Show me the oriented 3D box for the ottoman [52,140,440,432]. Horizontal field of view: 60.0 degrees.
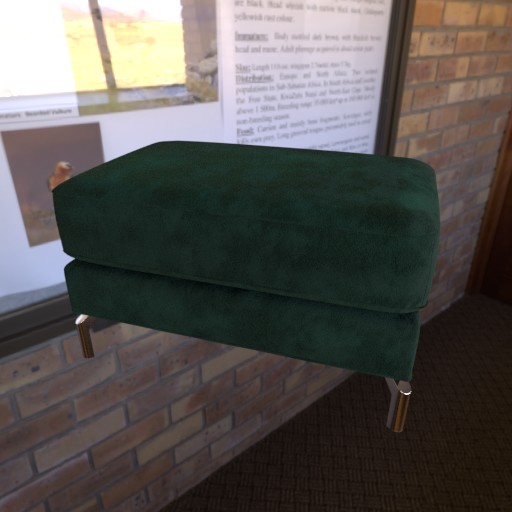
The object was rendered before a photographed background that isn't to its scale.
[{"bbox_3d":[0.000,0.000,1.232,0.886,0.533,0.536,8,28,16],"label":"ottoman"}]
